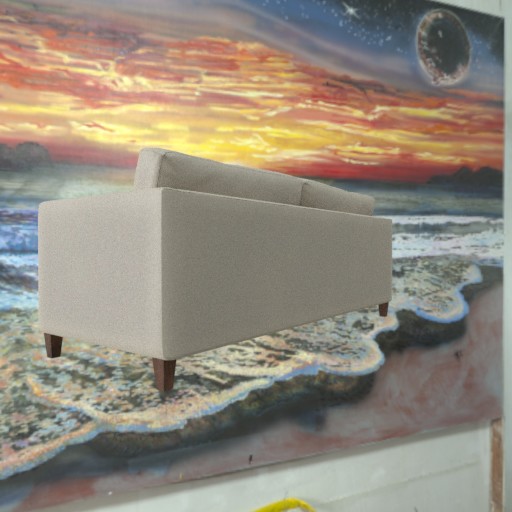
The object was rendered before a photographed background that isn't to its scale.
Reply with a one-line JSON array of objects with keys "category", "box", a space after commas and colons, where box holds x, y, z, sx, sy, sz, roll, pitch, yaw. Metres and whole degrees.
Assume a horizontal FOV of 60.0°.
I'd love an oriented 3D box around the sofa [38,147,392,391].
[{"category": "sofa", "box": [0.000, 0.000, 2.819, 0.951, 0.968, 2.361, 1, 1, 37]}]
